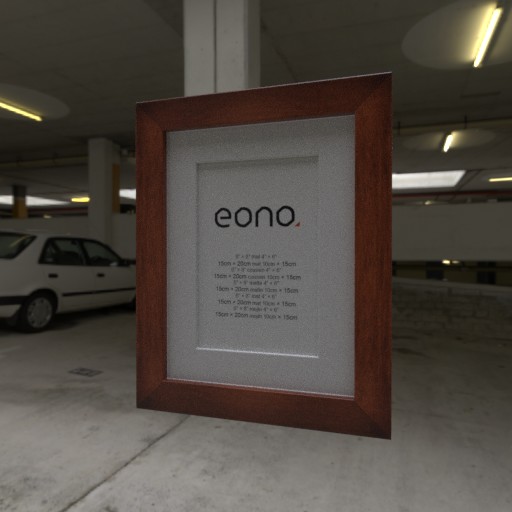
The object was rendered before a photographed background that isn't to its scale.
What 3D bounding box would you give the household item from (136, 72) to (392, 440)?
[{"bbox_3d":[0.000,0.000,0.341,0.200,0.250,0.020,0,0,18],"label":"household item"}]
